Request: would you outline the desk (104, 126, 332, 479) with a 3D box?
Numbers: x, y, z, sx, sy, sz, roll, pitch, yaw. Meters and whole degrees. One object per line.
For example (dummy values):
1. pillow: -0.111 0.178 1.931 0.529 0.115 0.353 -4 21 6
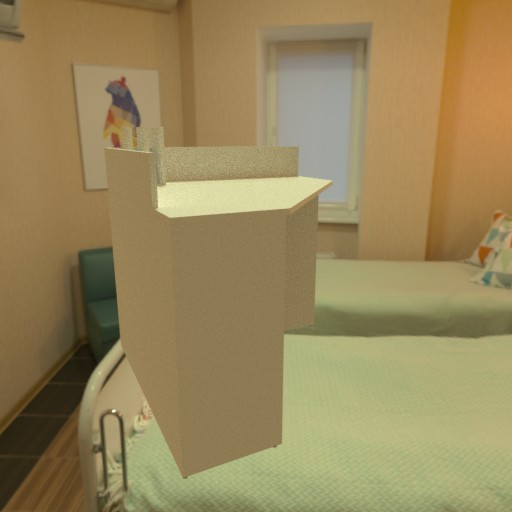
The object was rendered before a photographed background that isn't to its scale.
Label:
1. desk: 0.000 0.000 1.747 0.940 0.986 0.940 -7 16 -26
